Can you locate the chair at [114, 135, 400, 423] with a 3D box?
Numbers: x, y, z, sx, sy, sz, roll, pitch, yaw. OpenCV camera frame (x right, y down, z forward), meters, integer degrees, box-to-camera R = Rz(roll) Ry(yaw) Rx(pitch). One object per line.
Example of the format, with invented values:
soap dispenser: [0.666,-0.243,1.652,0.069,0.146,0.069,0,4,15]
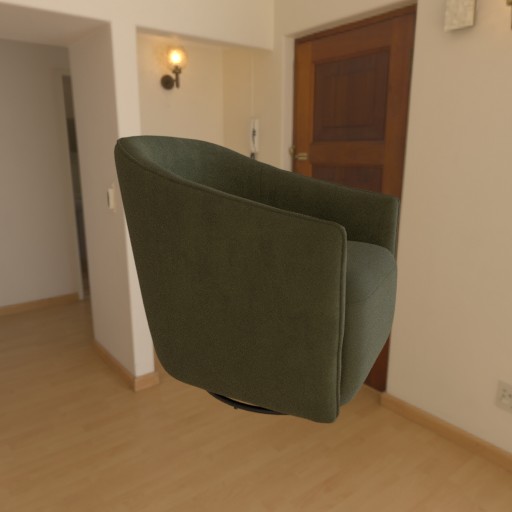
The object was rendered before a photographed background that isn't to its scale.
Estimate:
chair: [0.000,0.000,1.501,0.875,0.799,0.747,7,15,26]
